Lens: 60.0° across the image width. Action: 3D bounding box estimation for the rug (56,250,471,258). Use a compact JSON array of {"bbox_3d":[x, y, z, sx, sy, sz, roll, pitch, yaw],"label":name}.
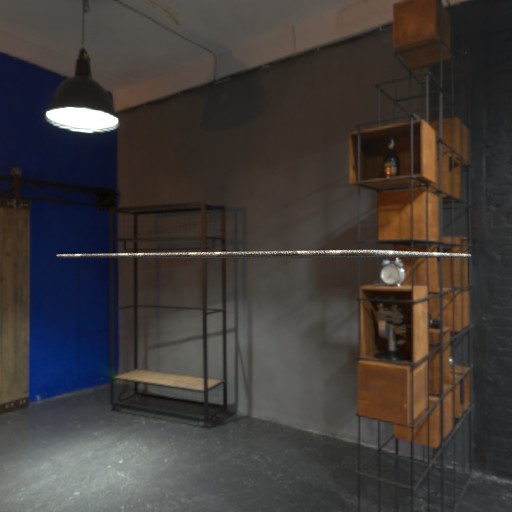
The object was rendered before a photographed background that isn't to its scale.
[{"bbox_3d":[0.000,0.000,3.446,2.701,0.026,1.801,0,-1,38],"label":"rug"}]
